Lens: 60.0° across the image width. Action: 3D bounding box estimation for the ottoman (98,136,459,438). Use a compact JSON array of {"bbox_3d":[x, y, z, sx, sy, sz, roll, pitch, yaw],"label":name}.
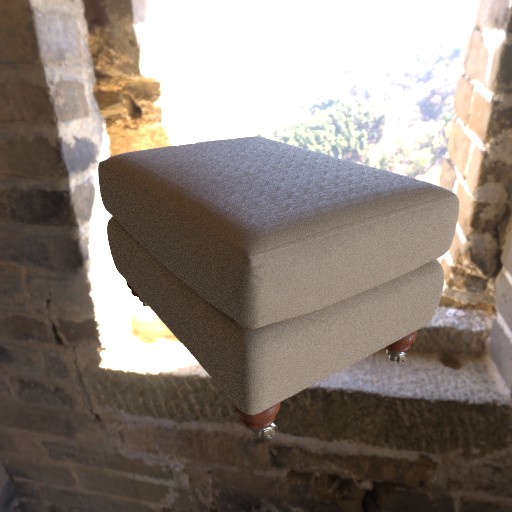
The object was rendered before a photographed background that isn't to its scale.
[{"bbox_3d":[0.000,0.000,1.153,0.569,0.504,0.773,-17,30,-31],"label":"ottoman"}]
